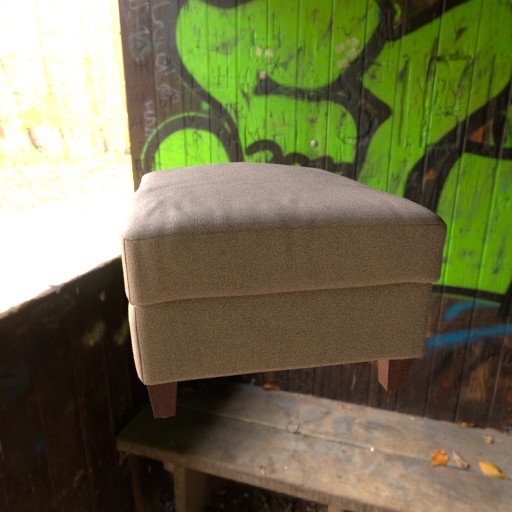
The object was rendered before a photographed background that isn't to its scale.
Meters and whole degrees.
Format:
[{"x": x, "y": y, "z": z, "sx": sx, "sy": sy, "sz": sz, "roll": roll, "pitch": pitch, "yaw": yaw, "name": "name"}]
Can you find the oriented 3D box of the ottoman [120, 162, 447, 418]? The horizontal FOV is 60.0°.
[{"x": 0.000, "y": 0.000, "z": 1.339, "sx": 0.692, "sy": 0.511, "sz": 0.902, "roll": -3, "pitch": 18, "yaw": -10, "name": "ottoman"}]
